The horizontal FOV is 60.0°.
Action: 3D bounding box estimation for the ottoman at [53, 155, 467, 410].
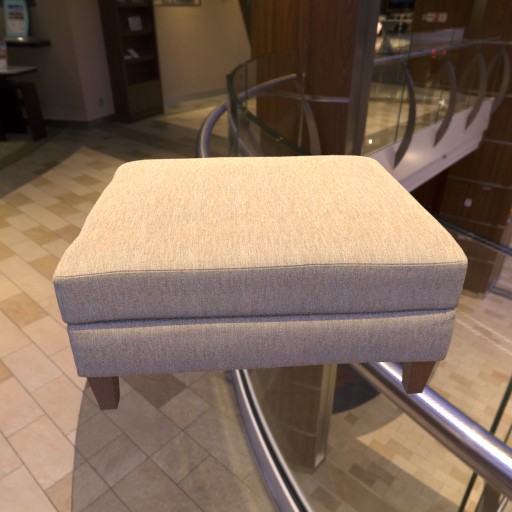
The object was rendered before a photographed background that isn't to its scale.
[{"bbox_3d":[0.000,0.000,1.438,0.976,0.492,0.836,-2,30,-3],"label":"ottoman"}]
